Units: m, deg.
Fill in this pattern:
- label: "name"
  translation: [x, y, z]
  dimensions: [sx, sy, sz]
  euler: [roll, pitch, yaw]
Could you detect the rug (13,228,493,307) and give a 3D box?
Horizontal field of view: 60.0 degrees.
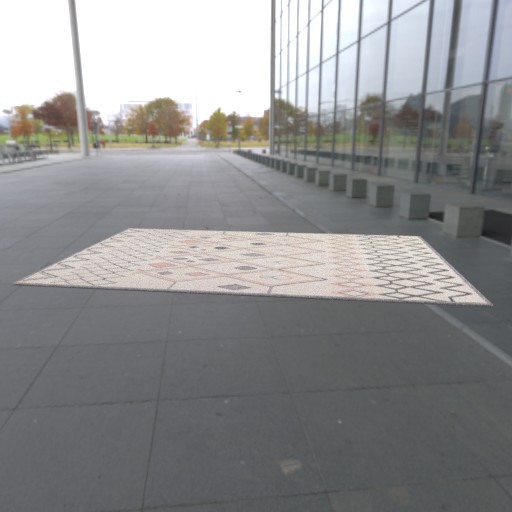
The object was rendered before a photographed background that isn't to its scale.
- label: "rug"
  translation: [0.000, 0.000, 2.951]
  dimensions: [2.438, 0.015, 1.524]
  euler: [2, 15, 7]
